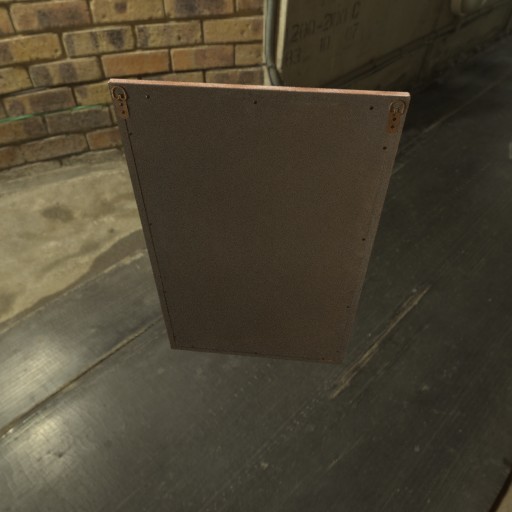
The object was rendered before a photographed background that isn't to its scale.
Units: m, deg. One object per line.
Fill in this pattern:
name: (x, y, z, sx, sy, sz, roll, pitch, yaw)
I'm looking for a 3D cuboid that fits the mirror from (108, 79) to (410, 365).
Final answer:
mirror: (0.000, 0.000, 1.004, 0.495, 0.787, 0.058, 4, 45, 4)
